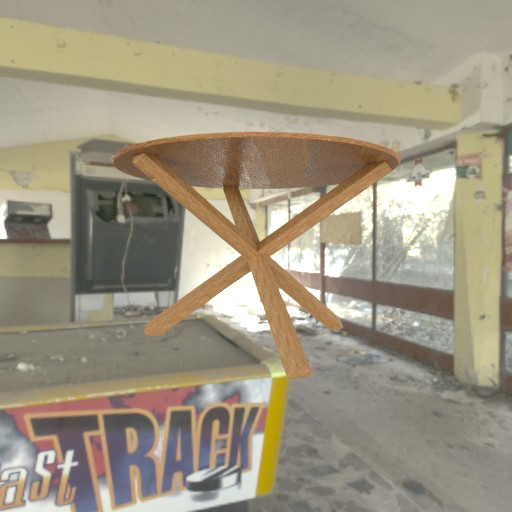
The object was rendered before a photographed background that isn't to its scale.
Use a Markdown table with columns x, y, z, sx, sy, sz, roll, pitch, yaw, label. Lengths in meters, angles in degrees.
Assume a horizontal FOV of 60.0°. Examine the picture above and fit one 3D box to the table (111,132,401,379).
| x | y | z | sx | sy | sz | roll | pitch | yaw | label |
| --- | --- | --- | --- | --- | --- | --- | --- | --- | --- |
| 0.000 | 0.000 | 1.677 | 1.038 | 0.666 | 1.038 | 0 | 1 | 0 | table |
